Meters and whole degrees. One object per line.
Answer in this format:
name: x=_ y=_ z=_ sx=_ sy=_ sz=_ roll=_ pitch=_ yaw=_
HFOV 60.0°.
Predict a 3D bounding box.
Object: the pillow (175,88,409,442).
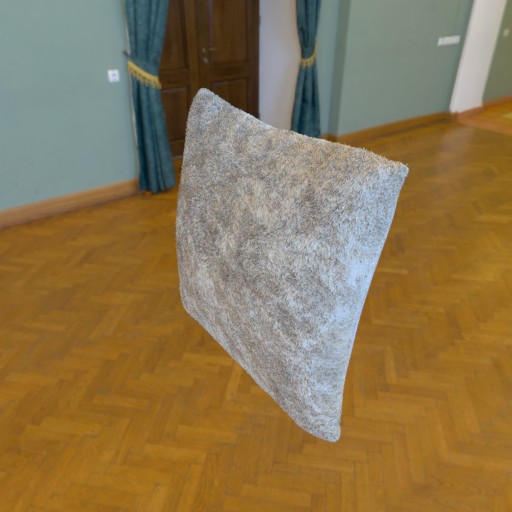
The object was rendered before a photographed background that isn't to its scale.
pillow: x=0.000 y=0.000 z=0.838 sx=0.218 sy=0.515 sz=0.529 roll=-22 pitch=38 yaw=-30
